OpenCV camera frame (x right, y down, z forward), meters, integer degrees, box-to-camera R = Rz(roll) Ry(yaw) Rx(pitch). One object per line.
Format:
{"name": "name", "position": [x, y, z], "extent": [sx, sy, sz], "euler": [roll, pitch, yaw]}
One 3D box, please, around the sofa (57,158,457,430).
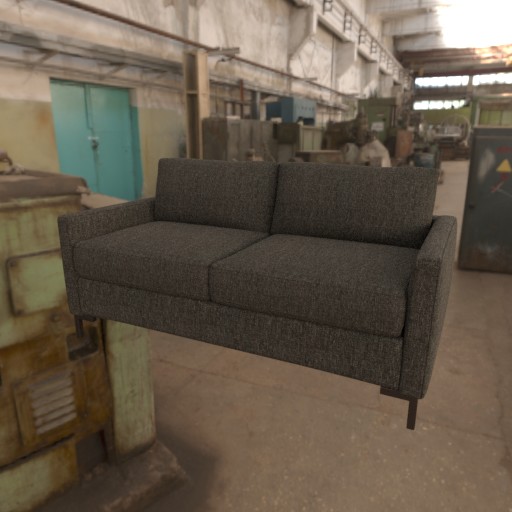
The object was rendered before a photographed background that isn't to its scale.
{"name": "sofa", "position": [0.000, 0.000, 2.125], "extent": [1.716, 0.862, 0.866], "euler": [8, 17, 25]}
